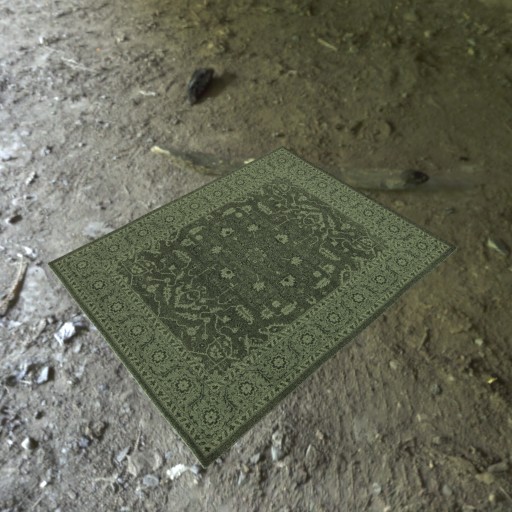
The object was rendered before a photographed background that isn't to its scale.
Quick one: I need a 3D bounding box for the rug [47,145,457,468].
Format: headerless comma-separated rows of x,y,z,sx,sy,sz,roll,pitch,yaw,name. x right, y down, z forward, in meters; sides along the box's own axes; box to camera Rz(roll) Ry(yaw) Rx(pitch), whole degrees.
0.000,0.000,4.209,3.069,0.026,2.451,-32,54,-28,rug
